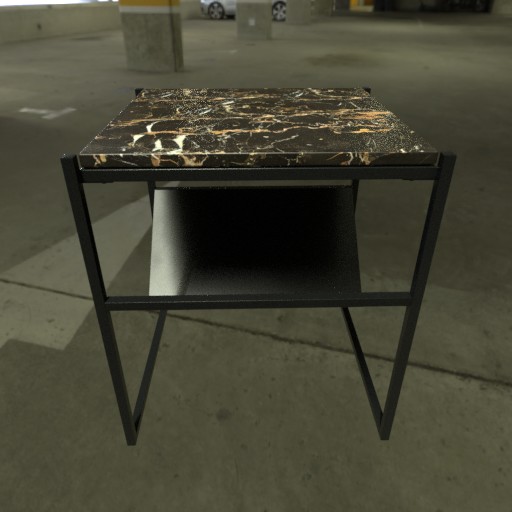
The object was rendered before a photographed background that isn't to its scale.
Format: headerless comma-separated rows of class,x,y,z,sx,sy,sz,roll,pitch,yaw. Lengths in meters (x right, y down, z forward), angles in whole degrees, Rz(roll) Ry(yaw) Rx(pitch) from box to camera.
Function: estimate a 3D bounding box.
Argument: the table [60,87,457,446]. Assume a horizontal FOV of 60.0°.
table,0.000,0.000,0.844,0.469,0.534,0.432,-1,31,-1
